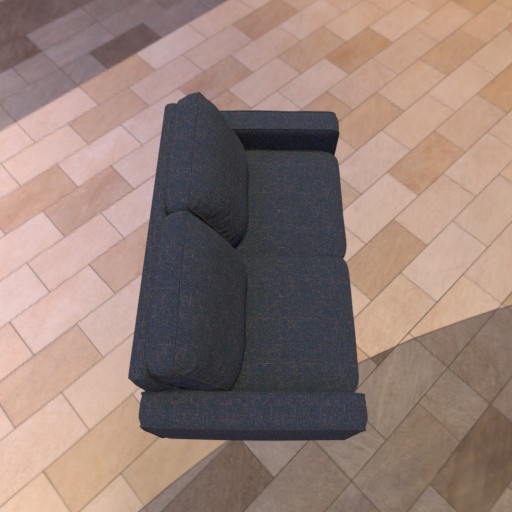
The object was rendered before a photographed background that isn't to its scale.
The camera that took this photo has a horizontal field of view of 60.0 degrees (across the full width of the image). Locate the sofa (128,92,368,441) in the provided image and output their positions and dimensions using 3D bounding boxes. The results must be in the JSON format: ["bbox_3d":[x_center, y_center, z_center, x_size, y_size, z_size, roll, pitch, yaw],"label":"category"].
[{"bbox_3d":[0.000,0.000,2.265,0.947,0.918,1.709,0,63,0],"label":"sofa"}]
